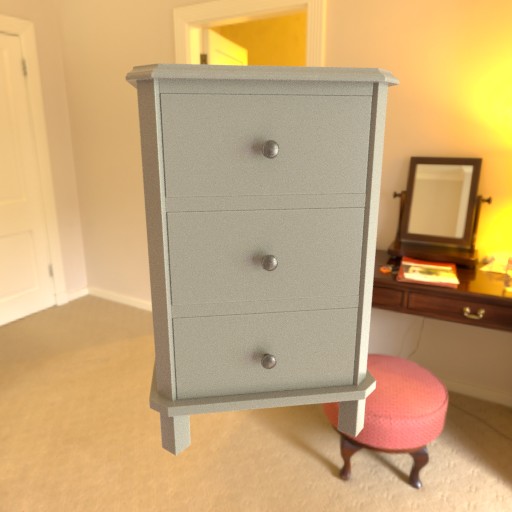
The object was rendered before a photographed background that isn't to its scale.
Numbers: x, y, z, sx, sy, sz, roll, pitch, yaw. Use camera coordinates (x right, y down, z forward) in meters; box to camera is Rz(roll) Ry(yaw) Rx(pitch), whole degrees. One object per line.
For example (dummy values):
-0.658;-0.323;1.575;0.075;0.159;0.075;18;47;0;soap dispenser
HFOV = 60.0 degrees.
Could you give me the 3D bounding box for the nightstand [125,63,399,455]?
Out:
0.000;0.000;0.909;0.435;0.680;0.348;-2;16;-8;nightstand
